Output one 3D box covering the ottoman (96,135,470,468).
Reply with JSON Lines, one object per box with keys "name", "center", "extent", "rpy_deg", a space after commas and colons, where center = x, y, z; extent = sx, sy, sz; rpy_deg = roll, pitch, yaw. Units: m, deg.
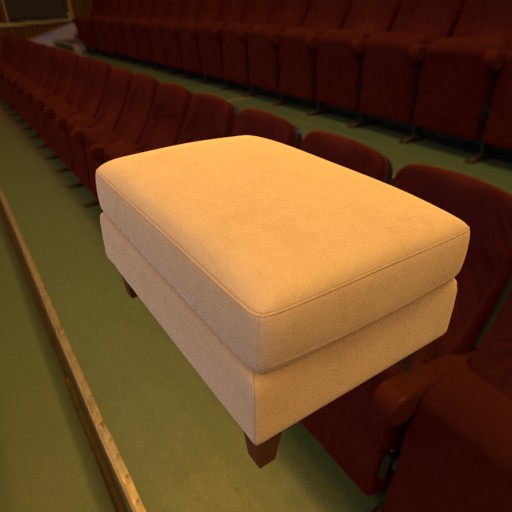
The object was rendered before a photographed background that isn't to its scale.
{"name": "ottoman", "center": [0.000, 0.000, 1.193], "extent": [0.584, 0.483, 0.864], "rpy_deg": [-19, 35, -29]}
